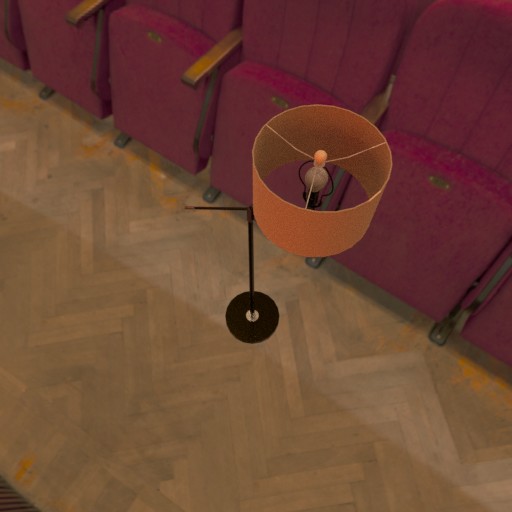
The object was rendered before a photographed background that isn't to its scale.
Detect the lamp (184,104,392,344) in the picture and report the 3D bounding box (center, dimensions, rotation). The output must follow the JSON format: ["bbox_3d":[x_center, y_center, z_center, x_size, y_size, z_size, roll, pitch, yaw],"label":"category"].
[{"bbox_3d":[0.000,0.000,1.962,0.809,1.635,0.373,33,67,16],"label":"lamp"}]
